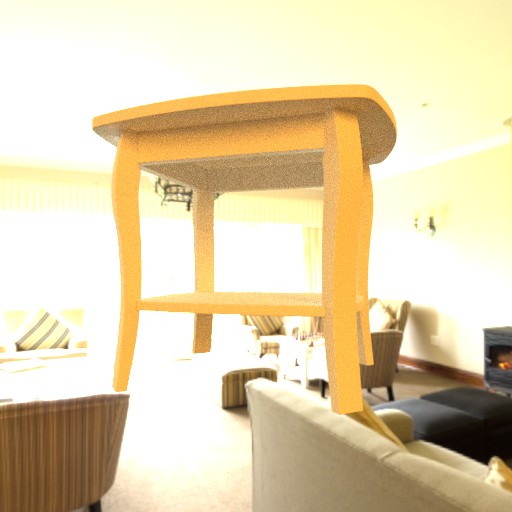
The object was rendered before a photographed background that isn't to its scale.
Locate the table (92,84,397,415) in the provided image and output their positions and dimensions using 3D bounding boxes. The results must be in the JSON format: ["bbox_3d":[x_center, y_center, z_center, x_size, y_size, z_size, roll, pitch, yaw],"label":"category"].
[{"bbox_3d":[0.000,0.000,0.823,0.502,0.438,0.451,0,-2,18],"label":"table"}]
